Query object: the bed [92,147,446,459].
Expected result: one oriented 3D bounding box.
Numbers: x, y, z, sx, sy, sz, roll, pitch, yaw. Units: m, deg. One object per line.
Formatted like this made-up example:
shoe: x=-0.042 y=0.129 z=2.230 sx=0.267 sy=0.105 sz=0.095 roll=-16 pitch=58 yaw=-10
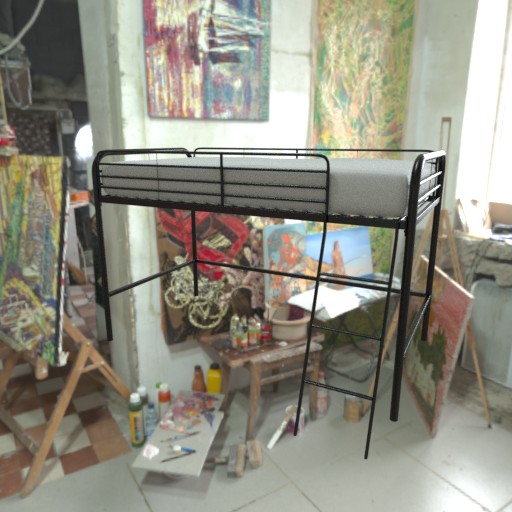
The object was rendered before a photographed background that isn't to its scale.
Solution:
bed: x=0.000 y=0.000 z=2.780 sx=1.968 sy=1.289 sz=1.393 roll=8 pitch=17 yaw=27
